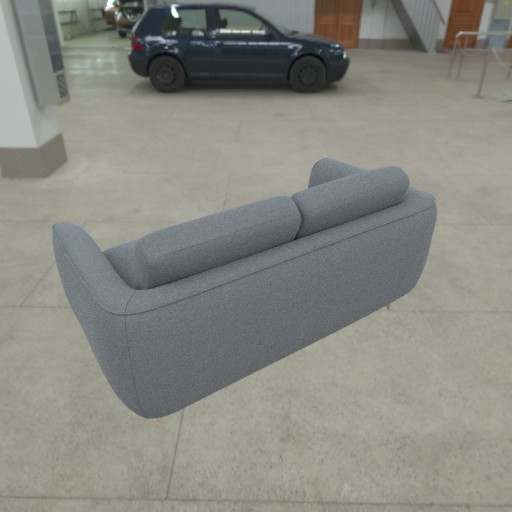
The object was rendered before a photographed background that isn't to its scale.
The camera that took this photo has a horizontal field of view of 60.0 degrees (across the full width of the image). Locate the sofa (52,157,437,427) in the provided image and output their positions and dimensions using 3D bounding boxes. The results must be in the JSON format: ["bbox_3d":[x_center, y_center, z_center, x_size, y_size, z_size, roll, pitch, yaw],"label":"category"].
[{"bbox_3d":[0.000,0.000,2.167,1.700,0.850,0.920,-19,36,-29],"label":"sofa"}]
